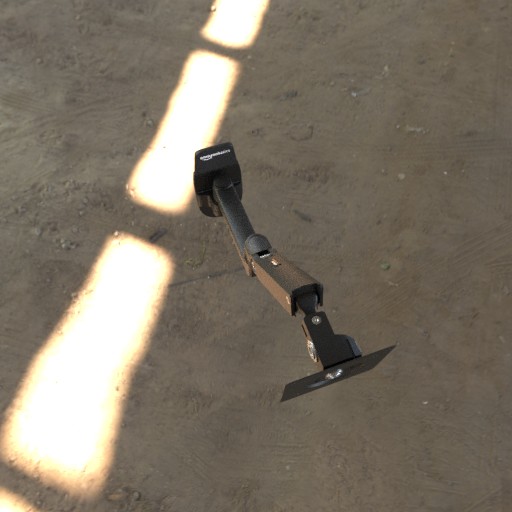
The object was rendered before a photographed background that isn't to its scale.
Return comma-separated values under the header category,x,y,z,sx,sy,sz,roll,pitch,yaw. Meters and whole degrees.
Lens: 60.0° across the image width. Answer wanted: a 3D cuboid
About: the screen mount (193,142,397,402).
category,x,y,z,sx,sy,sz,roll,pitch,yaw
screen mount,0.000,0.000,0.729,0.115,0.466,0.495,-17,64,-9
